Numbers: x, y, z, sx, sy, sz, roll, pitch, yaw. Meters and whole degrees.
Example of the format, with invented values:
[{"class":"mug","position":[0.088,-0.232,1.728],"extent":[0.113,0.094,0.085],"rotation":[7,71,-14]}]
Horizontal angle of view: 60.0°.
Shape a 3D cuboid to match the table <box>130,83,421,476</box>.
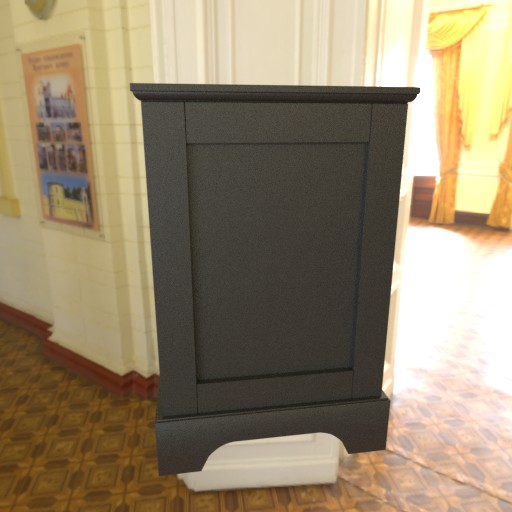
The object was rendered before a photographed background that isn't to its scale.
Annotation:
[{"class":"table","position":[0.000,0.000,0.896],"extent":[0.399,0.610,0.460],"rotation":[-3,17,-9]}]
